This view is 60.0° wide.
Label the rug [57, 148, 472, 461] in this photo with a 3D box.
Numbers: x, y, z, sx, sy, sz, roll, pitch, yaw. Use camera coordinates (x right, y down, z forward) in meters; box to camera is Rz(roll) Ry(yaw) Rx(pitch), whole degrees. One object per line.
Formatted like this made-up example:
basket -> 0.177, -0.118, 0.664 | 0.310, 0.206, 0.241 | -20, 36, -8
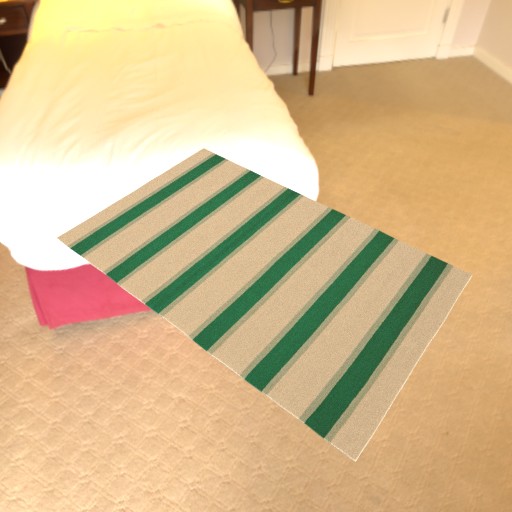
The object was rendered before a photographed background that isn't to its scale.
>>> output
rug -> 0.000, 0.000, 3.032 | 2.436, 0.015, 1.521 | 30, 53, 26
